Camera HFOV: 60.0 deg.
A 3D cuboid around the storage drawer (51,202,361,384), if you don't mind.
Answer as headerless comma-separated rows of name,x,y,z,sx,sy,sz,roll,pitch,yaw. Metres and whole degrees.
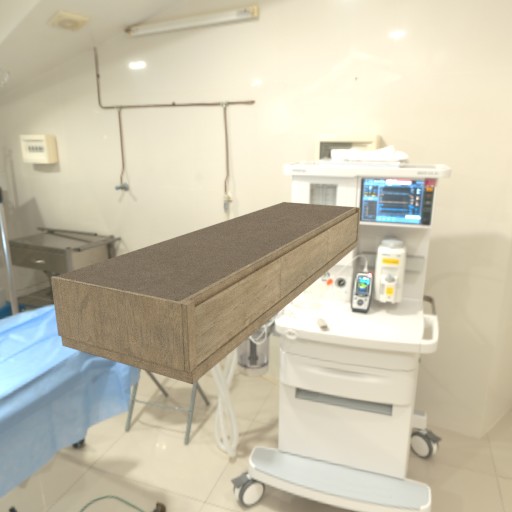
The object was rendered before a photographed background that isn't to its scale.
storage drawer,0.000,0.000,2.380,0.591,0.274,2.072,8,17,26
